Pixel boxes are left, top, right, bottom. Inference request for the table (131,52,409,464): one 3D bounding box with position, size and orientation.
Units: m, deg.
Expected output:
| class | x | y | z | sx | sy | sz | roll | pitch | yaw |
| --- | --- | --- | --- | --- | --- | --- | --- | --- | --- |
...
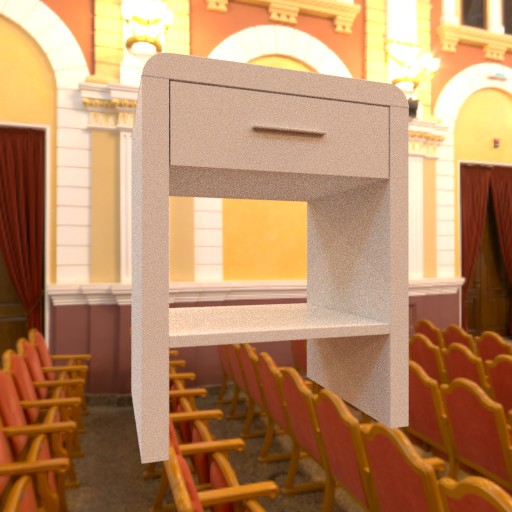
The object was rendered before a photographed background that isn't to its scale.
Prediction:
| class | x | y | z | sx | sy | sz | roll | pitch | yaw |
| --- | --- | --- | --- | --- | --- | --- | --- | --- | --- |
| table | 0.000 | 0.000 | 0.856 | 0.450 | 0.590 | 0.350 | 0 | 0 | -18 |
